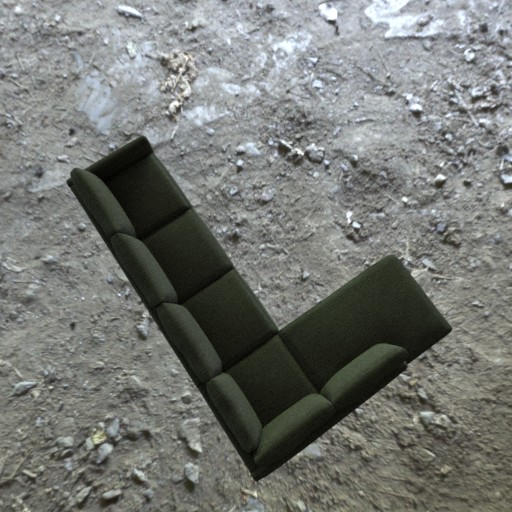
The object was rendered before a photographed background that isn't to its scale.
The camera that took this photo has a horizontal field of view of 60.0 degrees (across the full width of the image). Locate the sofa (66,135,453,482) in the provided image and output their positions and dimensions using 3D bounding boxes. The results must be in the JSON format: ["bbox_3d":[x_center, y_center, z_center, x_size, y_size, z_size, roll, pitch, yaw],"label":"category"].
[{"bbox_3d":[0.000,0.000,3.848,2.007,0.815,2.949,-34,78,-8],"label":"sofa"}]
